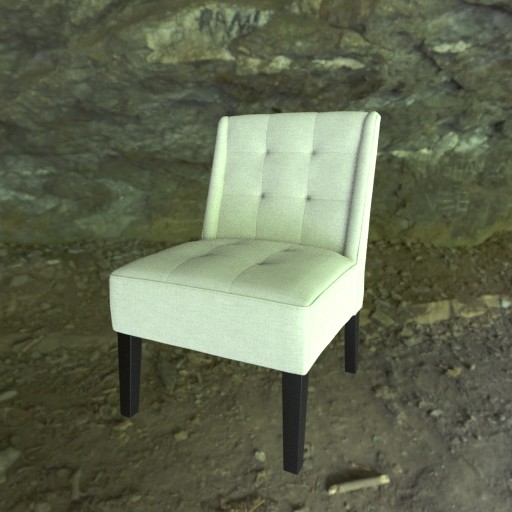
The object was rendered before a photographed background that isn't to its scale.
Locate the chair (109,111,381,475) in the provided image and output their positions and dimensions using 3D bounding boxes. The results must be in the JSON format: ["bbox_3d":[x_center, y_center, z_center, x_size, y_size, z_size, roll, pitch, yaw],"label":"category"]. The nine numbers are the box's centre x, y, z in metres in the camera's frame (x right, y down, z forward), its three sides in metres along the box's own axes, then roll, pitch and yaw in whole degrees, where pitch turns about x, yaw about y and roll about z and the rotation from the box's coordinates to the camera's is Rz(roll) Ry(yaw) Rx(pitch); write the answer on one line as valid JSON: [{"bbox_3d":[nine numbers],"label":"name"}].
[{"bbox_3d":[0.000,0.000,1.325,0.569,0.853,0.676,7,15,26],"label":"chair"}]
